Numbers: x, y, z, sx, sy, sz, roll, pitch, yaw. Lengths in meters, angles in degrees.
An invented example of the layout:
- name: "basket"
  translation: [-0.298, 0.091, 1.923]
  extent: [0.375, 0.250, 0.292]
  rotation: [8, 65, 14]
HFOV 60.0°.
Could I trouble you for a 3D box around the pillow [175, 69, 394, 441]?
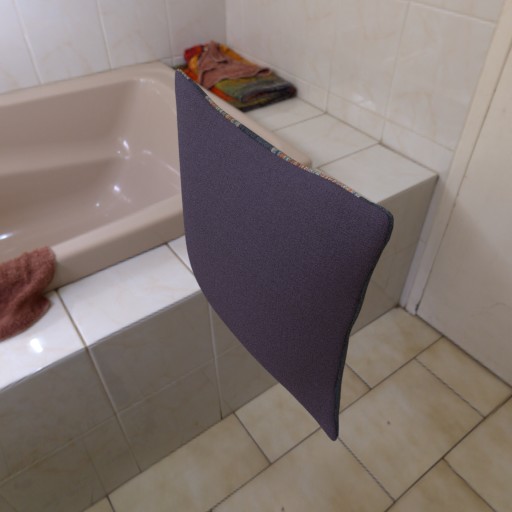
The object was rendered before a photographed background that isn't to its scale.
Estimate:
- name: "pillow"
  translation: [0.000, 0.000, 0.653]
  extent: [0.136, 0.419, 0.437]
  rotation: [-24, 47, -24]
